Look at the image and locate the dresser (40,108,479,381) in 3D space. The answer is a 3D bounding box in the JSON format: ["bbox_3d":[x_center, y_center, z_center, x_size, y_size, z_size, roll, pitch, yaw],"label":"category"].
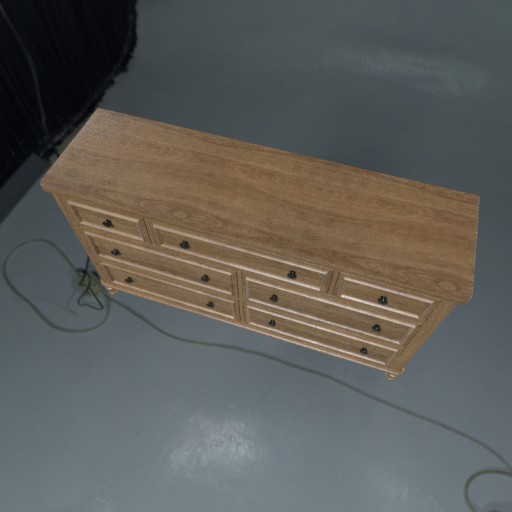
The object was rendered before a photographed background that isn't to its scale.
[{"bbox_3d":[0.000,0.000,2.023,1.583,0.892,0.468,15,58,10],"label":"dresser"}]
